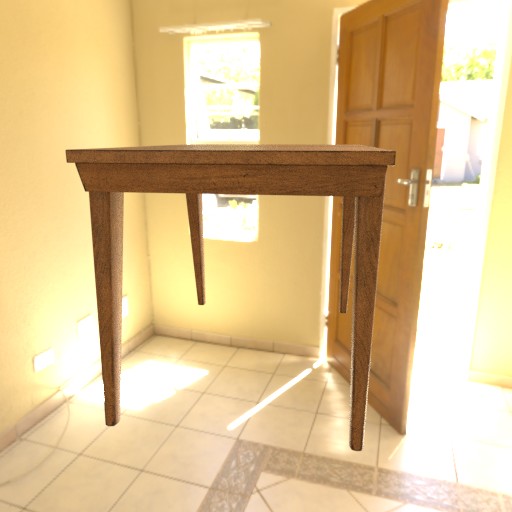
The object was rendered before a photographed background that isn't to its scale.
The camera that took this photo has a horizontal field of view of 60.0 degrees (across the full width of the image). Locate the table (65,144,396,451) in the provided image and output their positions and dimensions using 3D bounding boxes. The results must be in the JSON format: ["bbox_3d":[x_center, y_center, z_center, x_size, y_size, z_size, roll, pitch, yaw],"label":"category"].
[{"bbox_3d":[0.000,0.000,1.583,0.757,0.760,1.027,2,15,8],"label":"table"}]
